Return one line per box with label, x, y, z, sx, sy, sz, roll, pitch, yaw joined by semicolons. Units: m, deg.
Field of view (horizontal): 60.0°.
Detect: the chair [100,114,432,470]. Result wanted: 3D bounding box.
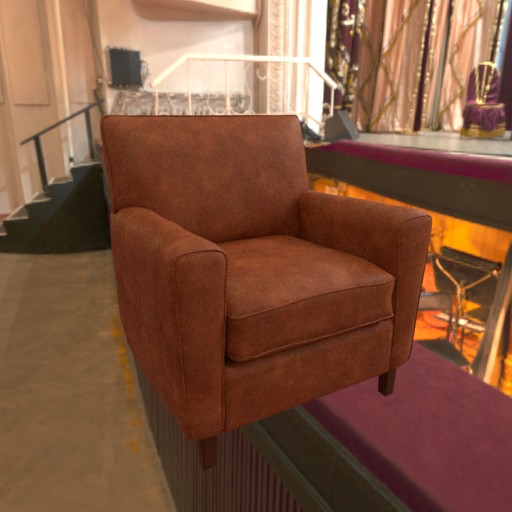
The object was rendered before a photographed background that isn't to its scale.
chair;0.000;0.000;1.555;0.870;0.943;0.823;-10;20;-28
